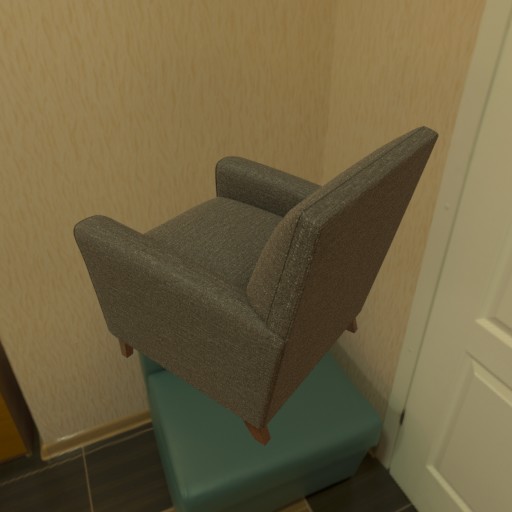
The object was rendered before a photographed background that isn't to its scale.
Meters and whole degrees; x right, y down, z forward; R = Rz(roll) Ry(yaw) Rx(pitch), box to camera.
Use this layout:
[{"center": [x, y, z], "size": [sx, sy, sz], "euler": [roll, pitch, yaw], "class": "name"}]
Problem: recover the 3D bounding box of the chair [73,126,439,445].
[{"center": [0.000, 0.000, 1.579], "size": [0.875, 0.885, 0.838], "euler": [21, 38, 30], "class": "chair"}]
